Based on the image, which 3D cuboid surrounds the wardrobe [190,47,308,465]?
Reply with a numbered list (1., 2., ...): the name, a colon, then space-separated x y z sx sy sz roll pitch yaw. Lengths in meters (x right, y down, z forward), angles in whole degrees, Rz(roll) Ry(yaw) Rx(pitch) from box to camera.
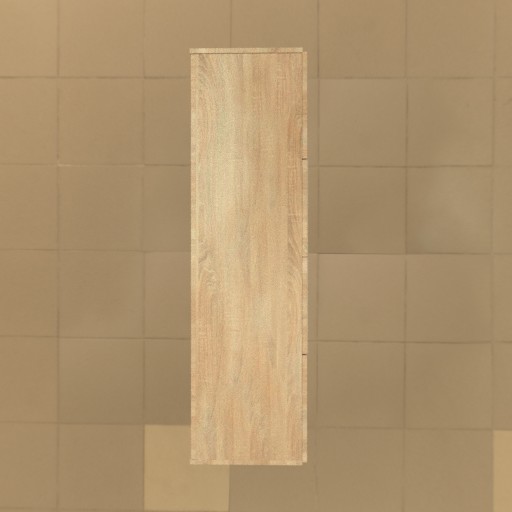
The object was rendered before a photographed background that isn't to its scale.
1. wardrobe: 0.000 0.000 3.204 0.598 2.159 1.998 0 90 1
